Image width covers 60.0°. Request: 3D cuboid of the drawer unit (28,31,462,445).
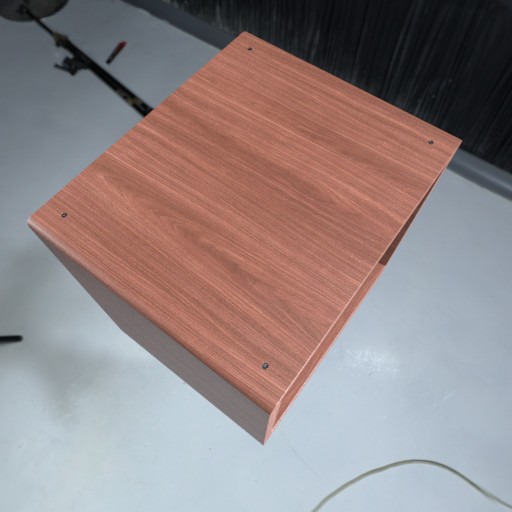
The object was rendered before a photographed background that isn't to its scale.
[{"bbox_3d":[0.000,0.000,0.602,0.290,0.351,0.349,34,68,16],"label":"drawer unit"}]
